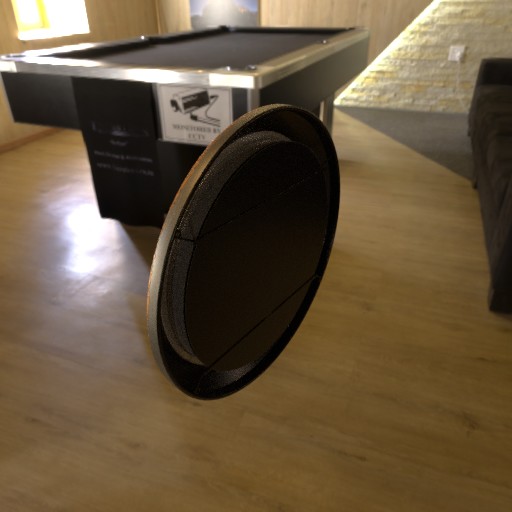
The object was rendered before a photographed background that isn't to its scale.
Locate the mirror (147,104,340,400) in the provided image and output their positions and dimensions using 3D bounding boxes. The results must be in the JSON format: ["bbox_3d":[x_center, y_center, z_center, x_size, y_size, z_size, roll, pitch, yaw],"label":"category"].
[{"bbox_3d":[0.000,0.000,1.379,0.111,0.907,0.907,21,37,31],"label":"mirror"}]
